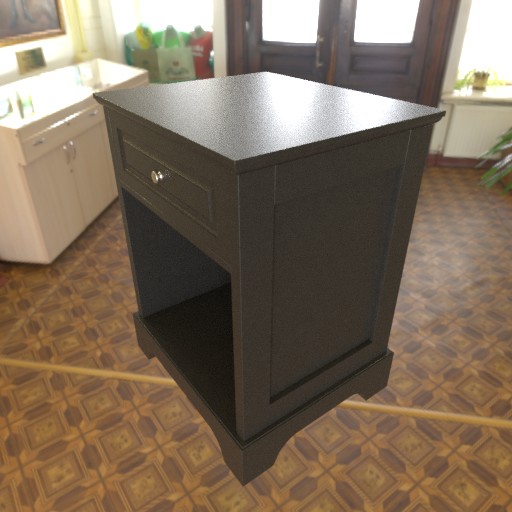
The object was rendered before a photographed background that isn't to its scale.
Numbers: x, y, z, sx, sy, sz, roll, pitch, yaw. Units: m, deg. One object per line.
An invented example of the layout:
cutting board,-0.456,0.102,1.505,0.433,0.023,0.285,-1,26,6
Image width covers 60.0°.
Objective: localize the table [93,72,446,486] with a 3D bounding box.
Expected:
table,0.000,0.000,0.903,0.399,0.610,0.460,-21,37,-31
